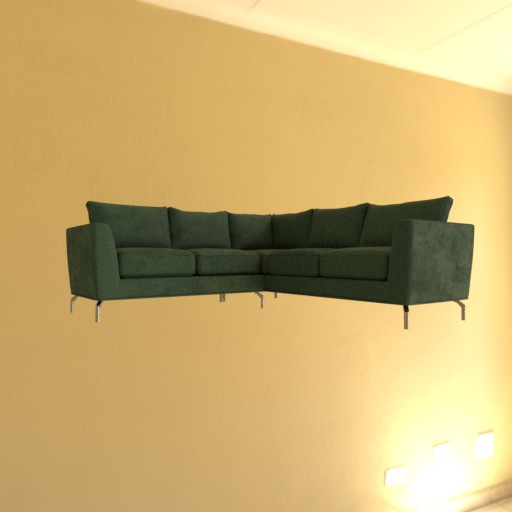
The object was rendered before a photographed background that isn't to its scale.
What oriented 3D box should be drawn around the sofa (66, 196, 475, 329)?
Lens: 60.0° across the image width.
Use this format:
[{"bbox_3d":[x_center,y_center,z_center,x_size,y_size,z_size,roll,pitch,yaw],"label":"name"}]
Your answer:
[{"bbox_3d":[0.000,0.000,3.719,2.468,1.004,2.452,0,0,-36],"label":"sofa"}]
